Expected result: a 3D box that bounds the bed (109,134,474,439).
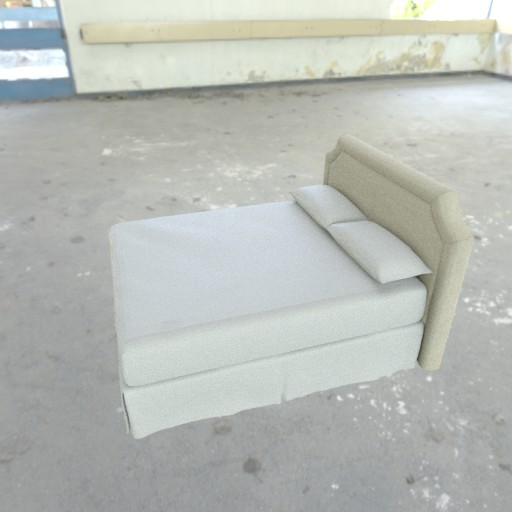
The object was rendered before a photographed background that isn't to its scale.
[{"bbox_3d":[0.000,0.000,3.288,2.164,1.297,1.828,-9,32,-15],"label":"bed"}]
